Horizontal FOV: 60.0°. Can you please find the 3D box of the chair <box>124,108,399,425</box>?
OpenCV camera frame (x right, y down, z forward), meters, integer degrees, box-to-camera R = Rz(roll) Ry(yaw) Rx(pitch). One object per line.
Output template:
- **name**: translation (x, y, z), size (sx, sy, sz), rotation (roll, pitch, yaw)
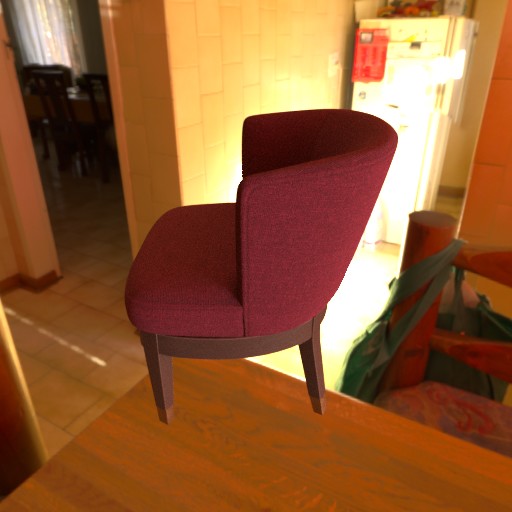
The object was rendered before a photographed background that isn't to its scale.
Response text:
- **chair**: translation (0.000, 0.000, 1.274), size (0.660, 0.760, 0.700), rotation (0, 27, -1)
